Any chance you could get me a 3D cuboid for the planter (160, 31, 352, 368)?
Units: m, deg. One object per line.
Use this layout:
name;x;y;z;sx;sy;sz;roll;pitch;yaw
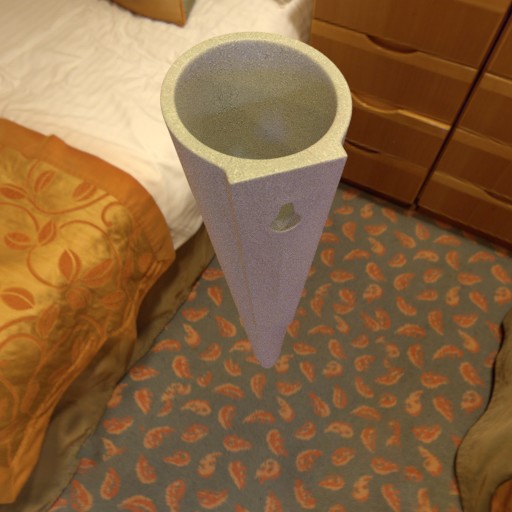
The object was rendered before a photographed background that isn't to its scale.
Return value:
planter;0.000;0.000;0.216;0.057;0.191;0.064;-15;60;-9
